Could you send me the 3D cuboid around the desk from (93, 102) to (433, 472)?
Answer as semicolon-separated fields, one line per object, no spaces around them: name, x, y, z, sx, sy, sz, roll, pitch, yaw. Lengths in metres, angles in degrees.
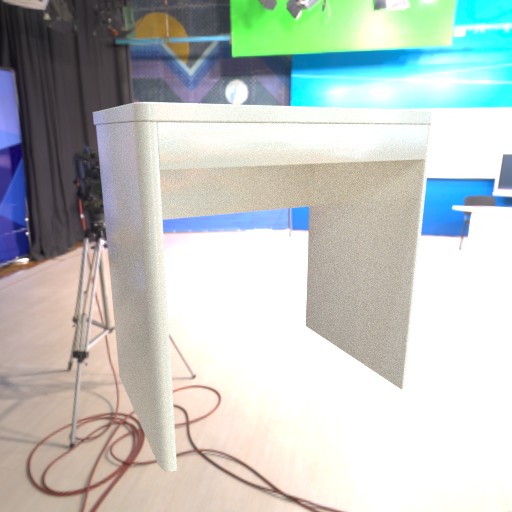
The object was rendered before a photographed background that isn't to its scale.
desk;0.000;0.000;1.292;0.762;0.800;0.549;-8;18;-27
